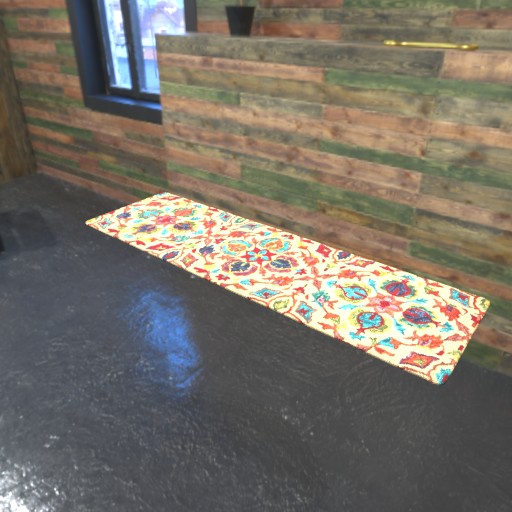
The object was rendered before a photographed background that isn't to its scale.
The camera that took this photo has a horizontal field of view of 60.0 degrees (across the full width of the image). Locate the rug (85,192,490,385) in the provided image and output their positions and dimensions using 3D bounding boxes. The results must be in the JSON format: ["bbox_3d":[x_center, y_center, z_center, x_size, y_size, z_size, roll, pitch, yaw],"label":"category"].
[{"bbox_3d":[0.000,0.000,2.455,2.273,0.016,0.693,21,35,33],"label":"rug"}]
